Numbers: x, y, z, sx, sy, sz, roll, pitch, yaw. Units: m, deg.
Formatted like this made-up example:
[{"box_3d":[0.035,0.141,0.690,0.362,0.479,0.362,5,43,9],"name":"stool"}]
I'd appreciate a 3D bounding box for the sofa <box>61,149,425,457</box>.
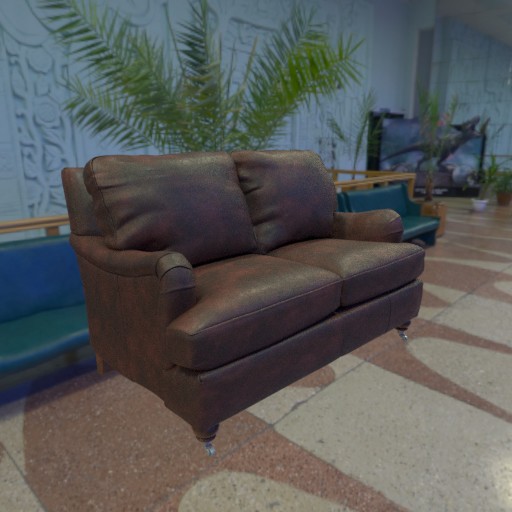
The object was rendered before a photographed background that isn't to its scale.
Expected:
[{"box_3d":[0.000,0.000,2.317,1.628,1.070,1.148,-13,20,-42],"name":"sofa"}]
